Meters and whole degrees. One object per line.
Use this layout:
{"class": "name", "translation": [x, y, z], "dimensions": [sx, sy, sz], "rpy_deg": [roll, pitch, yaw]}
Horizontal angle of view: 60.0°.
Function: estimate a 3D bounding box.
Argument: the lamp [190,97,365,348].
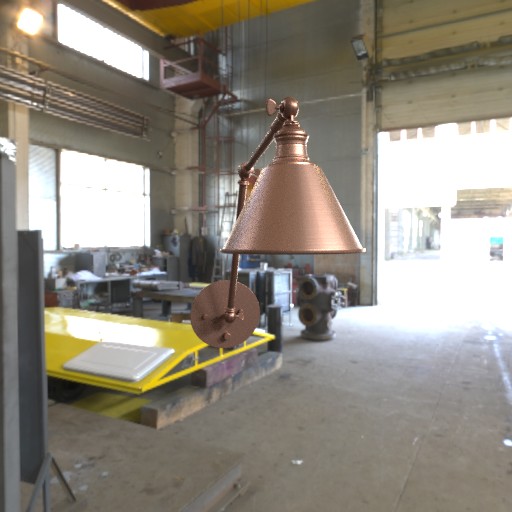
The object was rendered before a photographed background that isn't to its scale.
{"class": "lamp", "translation": [0.000, 0.000, 0.885], "dimensions": [0.223, 0.502, 0.624], "rpy_deg": [-1, 2, -16]}
